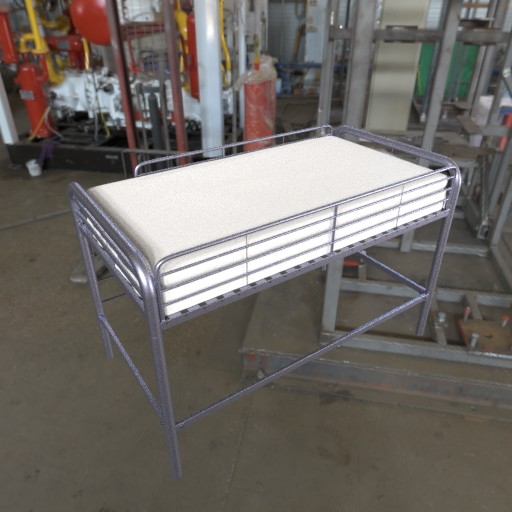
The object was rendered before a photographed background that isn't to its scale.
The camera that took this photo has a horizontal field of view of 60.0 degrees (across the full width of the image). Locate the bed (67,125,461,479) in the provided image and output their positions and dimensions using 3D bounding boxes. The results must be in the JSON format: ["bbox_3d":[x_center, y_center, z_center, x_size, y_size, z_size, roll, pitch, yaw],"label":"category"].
[{"bbox_3d":[0.000,0.000,2.880,1.965,1.288,1.415,-20,36,-29],"label":"bed"}]
